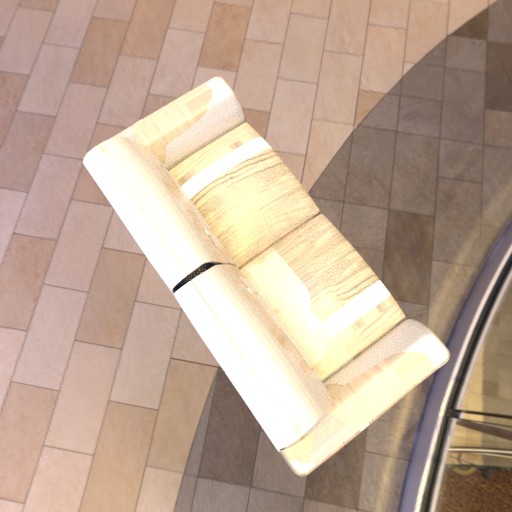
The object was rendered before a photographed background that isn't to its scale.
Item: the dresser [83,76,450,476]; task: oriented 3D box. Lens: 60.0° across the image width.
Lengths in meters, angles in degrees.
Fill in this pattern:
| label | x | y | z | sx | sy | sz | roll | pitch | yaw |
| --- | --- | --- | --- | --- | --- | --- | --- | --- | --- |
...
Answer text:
| label | x | y | z | sx | sy | sz | roll | pitch | yaw |
| --- | --- | --- | --- | --- | --- | --- | --- | --- | --- |
| dresser | 0.000 | 0.000 | 5.606 | 2.251 | 1.863 | 4.679 | -35 | 76 | -10 |
